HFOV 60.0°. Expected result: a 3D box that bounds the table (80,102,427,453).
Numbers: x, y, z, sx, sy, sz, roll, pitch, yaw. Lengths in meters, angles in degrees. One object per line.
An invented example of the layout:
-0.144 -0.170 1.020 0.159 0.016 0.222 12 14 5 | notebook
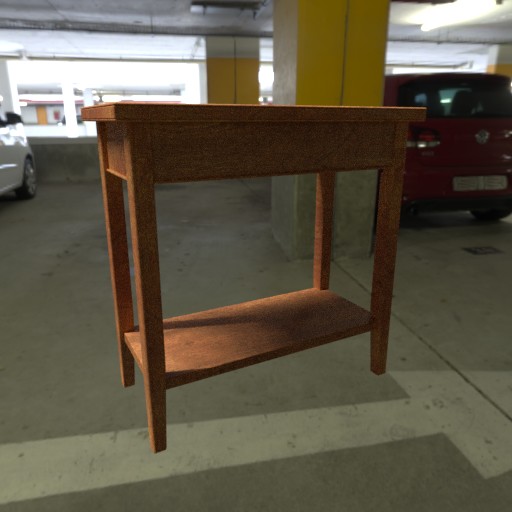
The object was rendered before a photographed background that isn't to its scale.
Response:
0.000 0.000 0.960 0.610 0.610 0.305 -9 19 -27 | table
